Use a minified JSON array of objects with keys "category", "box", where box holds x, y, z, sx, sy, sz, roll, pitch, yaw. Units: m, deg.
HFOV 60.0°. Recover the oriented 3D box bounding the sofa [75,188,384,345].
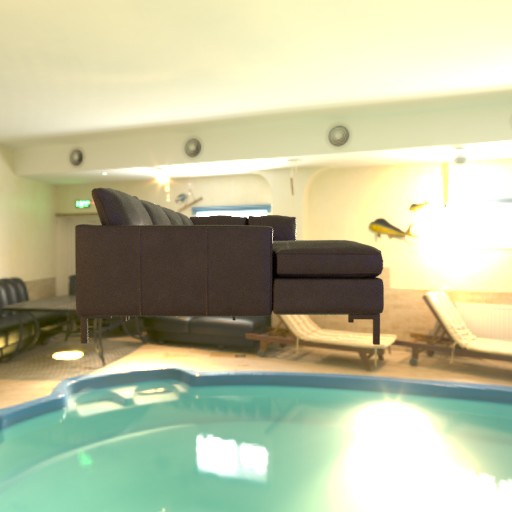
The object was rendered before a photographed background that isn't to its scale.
[{"category":"sofa","box":[0.000,0.000,3.869,1.939,0.900,2.956,0,2,1]}]
